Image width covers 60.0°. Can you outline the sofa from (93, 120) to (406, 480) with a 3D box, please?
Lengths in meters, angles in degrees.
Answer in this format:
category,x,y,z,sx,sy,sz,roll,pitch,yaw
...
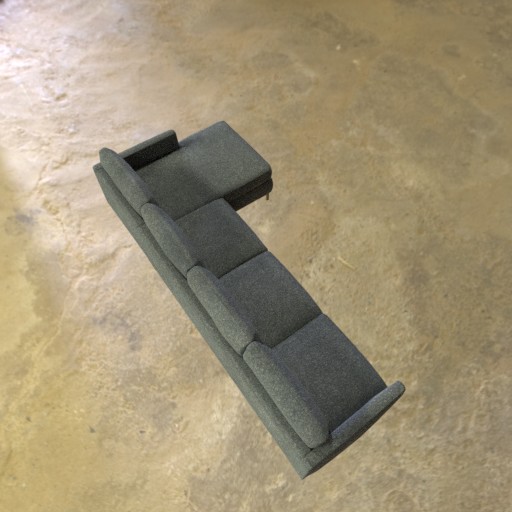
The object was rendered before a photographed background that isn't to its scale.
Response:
category,x,y,z,sx,sy,sz,roll,pitch,yaw
sofa,0.000,0.000,3.483,1.350,0.810,2.932,-31,63,-18
